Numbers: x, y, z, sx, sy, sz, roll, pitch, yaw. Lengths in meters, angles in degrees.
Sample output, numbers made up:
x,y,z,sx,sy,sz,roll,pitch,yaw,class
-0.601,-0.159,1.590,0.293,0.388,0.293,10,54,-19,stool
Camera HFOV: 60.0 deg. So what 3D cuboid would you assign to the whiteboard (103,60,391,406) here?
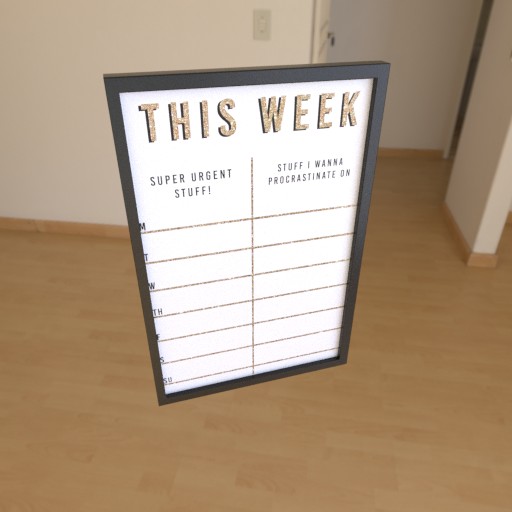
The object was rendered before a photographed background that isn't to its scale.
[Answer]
x,y,z,sx,sy,sz,roll,pitch,yaw,class
0.000,0.000,0.772,0.406,0.611,0.026,-9,33,-14,whiteboard
